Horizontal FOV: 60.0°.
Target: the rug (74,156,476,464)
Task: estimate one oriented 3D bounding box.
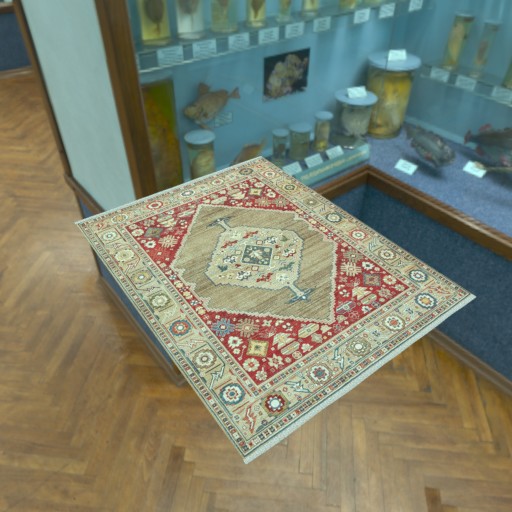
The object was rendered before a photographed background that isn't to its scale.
[{"bbox_3d":[0.000,0.000,4.258,2.451,0.008,3.143,-26,47,-27],"label":"rug"}]
